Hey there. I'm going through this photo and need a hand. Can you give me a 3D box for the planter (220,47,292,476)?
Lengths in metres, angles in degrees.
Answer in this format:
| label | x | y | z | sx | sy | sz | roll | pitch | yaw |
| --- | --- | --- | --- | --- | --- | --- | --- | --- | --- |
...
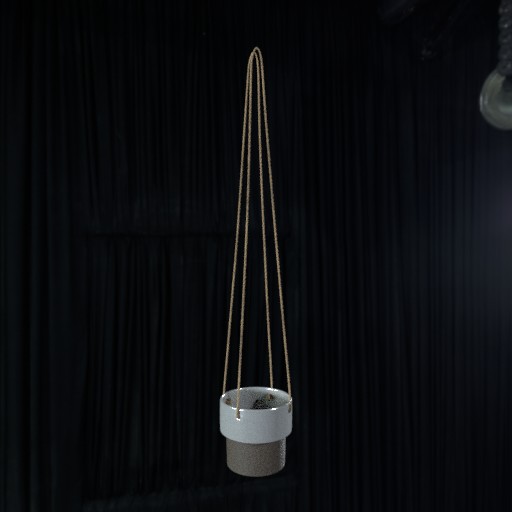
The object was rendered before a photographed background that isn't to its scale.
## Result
| label | x | y | z | sx | sy | sz | roll | pitch | yaw |
| --- | --- | --- | --- | --- | --- | --- | --- | --- | --- |
| planter | 0.000 | 0.000 | 1.149 | 0.187 | 1.073 | 0.187 | 0 | 0 | -18 |
